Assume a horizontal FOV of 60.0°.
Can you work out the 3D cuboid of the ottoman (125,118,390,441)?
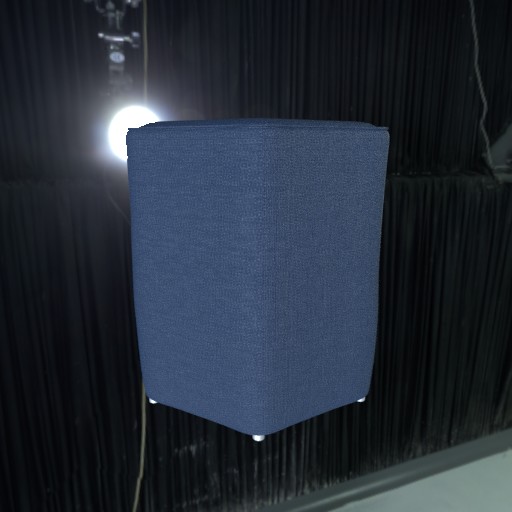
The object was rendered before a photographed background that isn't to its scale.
[{"bbox_3d":[0.000,0.000,0.886,0.492,0.505,0.454,-7,15,-26],"label":"ottoman"}]
